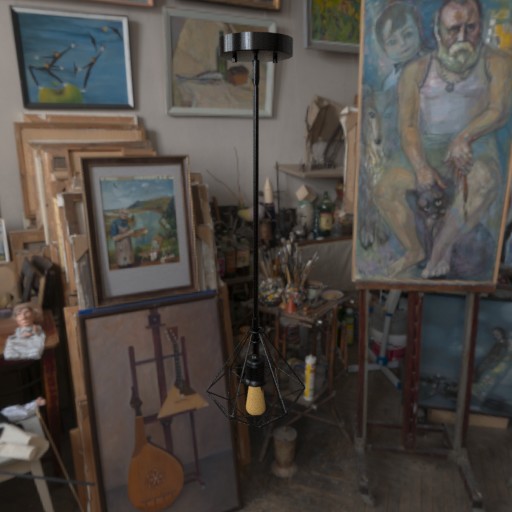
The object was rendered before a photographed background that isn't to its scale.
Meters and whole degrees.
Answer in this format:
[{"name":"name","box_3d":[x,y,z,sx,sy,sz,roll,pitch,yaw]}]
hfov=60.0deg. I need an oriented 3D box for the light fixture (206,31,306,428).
[{"name":"light fixture","box_3d":[0.000,0.000,1.980,0.431,1.764,0.487,7,17,25]}]
